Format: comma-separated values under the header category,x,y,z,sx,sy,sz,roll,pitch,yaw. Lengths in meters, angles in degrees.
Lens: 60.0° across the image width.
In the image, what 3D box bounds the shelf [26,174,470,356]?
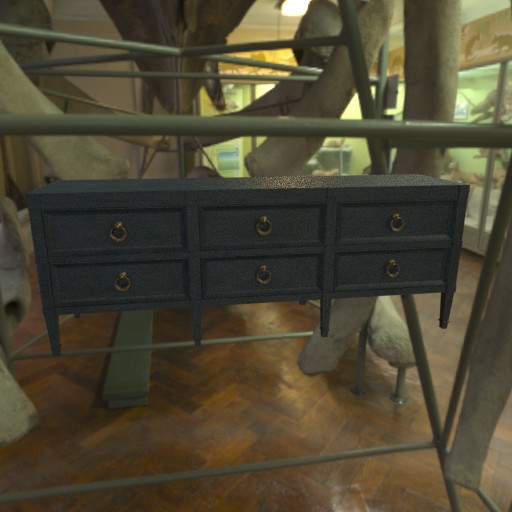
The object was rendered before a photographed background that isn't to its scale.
category,x,y,z,sx,sy,sz,roll,pitch,yaw
shelf,0.000,0.000,2.171,1.878,0.715,0.471,-2,16,-8
